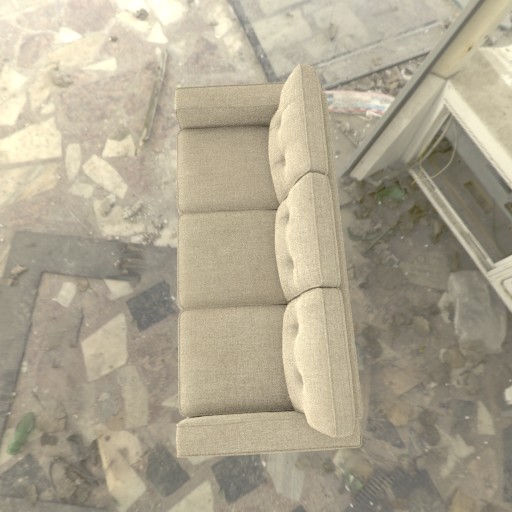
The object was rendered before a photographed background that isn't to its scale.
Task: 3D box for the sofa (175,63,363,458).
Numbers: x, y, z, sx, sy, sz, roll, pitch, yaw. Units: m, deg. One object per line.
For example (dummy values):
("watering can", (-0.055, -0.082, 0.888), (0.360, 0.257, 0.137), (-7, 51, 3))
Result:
("sofa", (0.000, 0.000, 2.617), (0.939, 0.965, 2.133), (-3, 74, -1))
